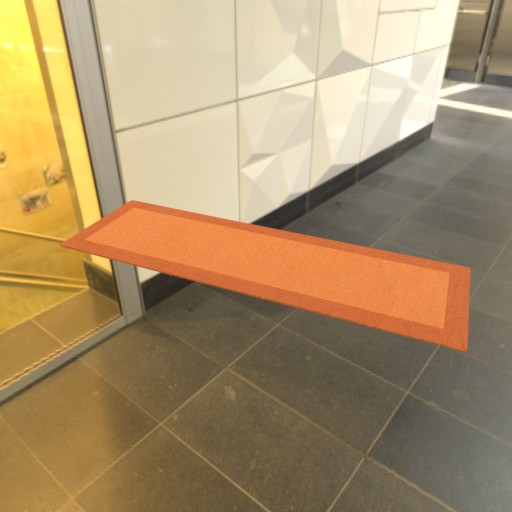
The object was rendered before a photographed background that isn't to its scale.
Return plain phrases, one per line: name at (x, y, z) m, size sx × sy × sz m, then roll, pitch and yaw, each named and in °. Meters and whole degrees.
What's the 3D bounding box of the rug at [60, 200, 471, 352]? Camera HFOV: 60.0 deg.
rug at (0.000, 0.000, 2.723) m, size 2.471 × 0.013 × 0.914 m, roll 11°, pitch 33°, yaw 17°
